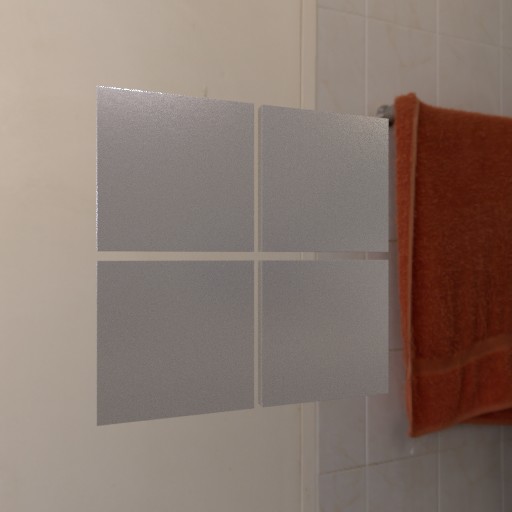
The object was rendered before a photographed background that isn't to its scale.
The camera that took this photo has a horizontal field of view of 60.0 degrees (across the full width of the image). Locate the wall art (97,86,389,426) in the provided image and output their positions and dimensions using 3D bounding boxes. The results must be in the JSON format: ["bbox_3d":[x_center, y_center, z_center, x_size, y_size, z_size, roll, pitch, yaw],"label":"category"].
[{"bbox_3d":[0.000,0.000,0.905,0.611,0.611,0.029,0,0,-18],"label":"wall art"}]
